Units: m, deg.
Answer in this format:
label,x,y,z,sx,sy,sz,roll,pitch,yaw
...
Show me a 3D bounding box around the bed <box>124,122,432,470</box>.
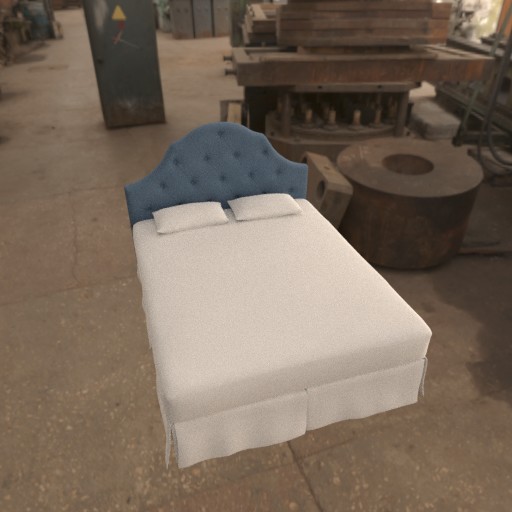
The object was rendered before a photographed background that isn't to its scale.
label,x,y,z,sx,sy,sz,roll,pitch,yaw
bed,0.000,0.000,3.784,2.039,1.617,2.477,-10,34,-15
